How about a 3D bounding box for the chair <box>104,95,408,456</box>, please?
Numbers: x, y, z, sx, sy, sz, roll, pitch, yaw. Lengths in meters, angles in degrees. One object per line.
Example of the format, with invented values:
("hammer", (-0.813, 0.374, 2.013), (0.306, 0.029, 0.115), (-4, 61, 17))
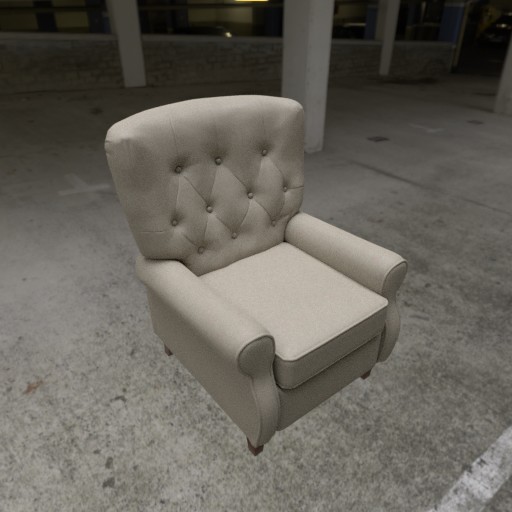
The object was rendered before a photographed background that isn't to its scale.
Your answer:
("chair", (0.000, 0.000, 1.895), (0.943, 1.158, 1.059), (-22, 37, -32))
